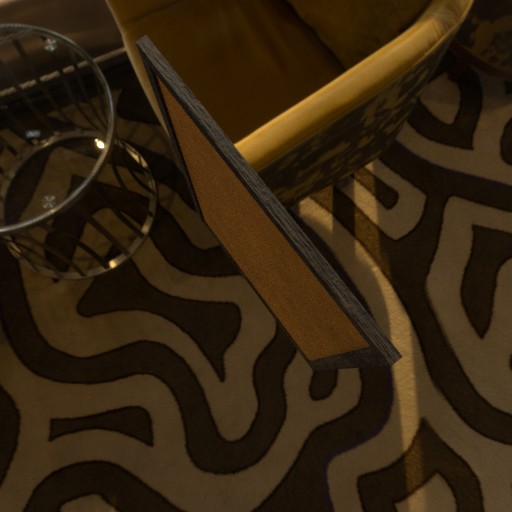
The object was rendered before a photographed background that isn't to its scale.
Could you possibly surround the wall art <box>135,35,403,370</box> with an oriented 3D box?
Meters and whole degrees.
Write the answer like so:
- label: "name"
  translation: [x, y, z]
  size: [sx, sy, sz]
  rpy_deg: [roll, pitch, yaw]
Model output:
- label: "wall art"
  translation: [0.000, 0.000, 1.354]
  size: [0.029, 1.066, 0.812]
  rpy_deg: [-35, 78, -9]
